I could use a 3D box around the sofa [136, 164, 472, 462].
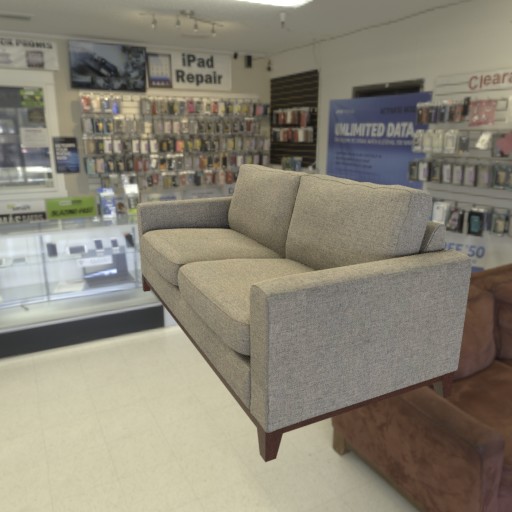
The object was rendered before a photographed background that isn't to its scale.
[{"bbox_3d":[0.000,0.000,2.446,0.969,0.892,1.978,-8,18,-25],"label":"sofa"}]
